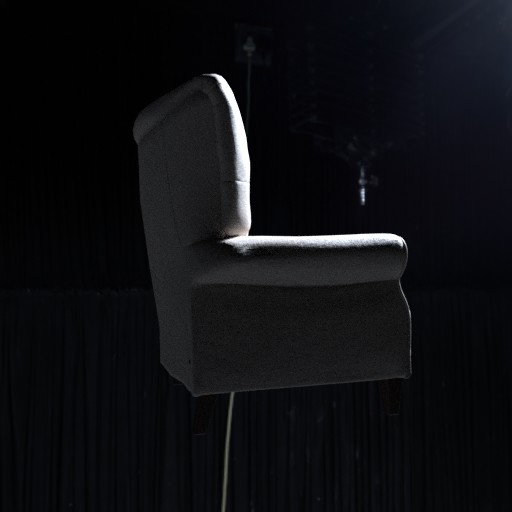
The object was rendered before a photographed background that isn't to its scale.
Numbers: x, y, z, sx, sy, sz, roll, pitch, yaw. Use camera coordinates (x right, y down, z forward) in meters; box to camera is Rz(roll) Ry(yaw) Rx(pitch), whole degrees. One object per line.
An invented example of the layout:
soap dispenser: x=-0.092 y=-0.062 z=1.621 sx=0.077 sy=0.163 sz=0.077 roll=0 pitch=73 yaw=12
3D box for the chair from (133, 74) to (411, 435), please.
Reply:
chair: x=0.000 y=0.000 z=1.906 sx=1.025 sy=1.209 sz=0.942 roll=0 pitch=-1 yaw=-16
